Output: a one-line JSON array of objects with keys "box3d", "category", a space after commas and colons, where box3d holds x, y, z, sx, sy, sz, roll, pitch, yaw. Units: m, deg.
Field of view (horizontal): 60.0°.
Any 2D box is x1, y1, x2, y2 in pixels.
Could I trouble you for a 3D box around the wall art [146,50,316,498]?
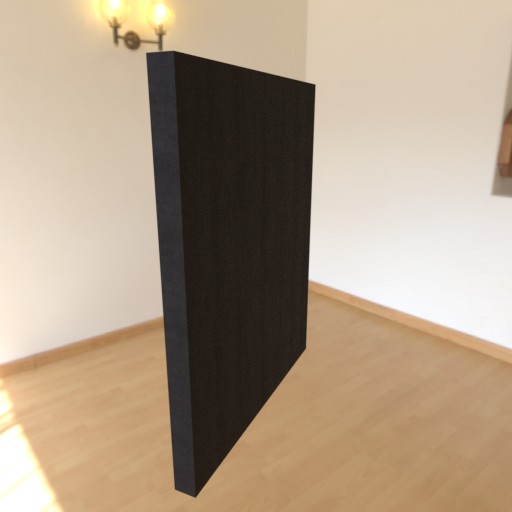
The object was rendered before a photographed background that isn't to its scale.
[{"box3d": [0.000, 0.000, 0.721, 0.034, 0.552, 0.455, 8, 18, 24], "category": "wall art"}]
